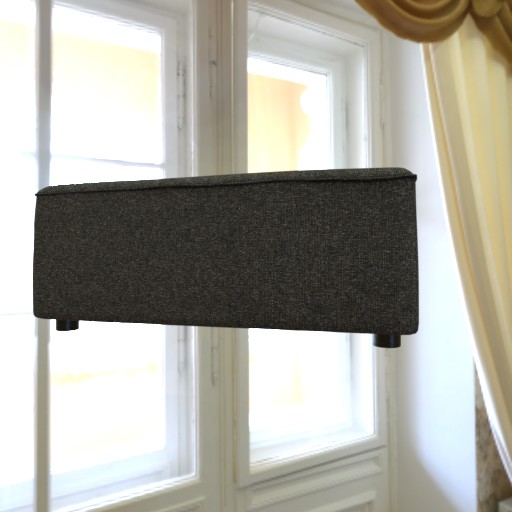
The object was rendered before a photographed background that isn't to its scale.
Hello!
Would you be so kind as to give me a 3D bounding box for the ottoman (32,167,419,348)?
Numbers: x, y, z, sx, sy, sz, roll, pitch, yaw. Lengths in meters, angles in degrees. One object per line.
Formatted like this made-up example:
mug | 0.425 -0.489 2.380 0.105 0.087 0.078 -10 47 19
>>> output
ottoman | 0.000 0.000 1.552 1.017 0.423 1.021 0 -1 16
